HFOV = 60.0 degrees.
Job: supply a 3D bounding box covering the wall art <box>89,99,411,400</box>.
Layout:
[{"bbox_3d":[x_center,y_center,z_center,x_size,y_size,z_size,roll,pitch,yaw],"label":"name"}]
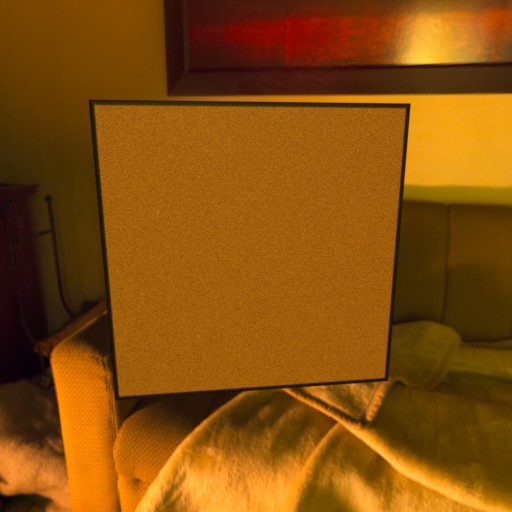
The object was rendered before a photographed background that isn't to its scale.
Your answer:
[{"bbox_3d":[0.000,0.000,0.777,0.513,0.511,0.028,-2,14,-7],"label":"wall art"}]
